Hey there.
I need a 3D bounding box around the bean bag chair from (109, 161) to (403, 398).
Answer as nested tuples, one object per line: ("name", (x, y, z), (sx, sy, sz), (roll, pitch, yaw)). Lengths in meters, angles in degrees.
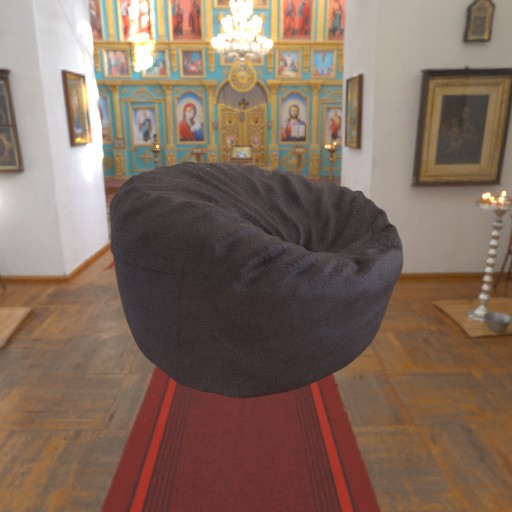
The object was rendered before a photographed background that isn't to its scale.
("bean bag chair", (0.000, 0.000, 2.034), (1.245, 0.821, 1.245), (0, 15, 0))
